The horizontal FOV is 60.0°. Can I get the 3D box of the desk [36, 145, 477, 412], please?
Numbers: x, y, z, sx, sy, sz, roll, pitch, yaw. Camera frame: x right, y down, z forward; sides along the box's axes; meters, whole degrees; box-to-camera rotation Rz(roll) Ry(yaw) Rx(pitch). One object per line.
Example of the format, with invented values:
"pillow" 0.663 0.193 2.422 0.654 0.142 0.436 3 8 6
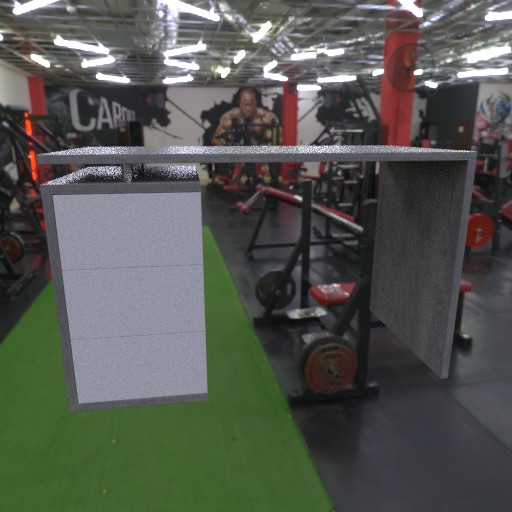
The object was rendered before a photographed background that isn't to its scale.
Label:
"desk" 0.000 0.000 1.576 1.200 0.740 0.600 -2 16 -8
